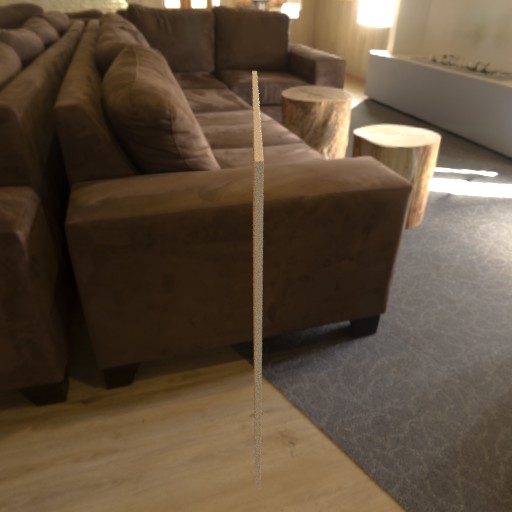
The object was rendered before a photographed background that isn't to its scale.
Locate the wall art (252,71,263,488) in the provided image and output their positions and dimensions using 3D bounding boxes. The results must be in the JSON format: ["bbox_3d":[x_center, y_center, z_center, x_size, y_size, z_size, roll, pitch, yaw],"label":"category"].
[{"bbox_3d":[0.000,0.000,0.825,0.009,0.559,0.558,0,31,-1],"label":"wall art"}]
